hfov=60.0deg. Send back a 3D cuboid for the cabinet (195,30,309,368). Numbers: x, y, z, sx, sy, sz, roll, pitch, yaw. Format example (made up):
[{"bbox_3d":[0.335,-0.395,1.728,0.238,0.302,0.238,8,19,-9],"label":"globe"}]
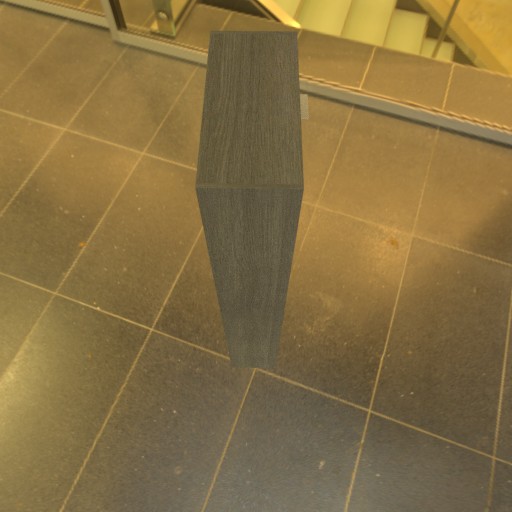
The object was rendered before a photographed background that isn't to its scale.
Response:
[{"bbox_3d":[0.000,0.000,1.798,0.255,1.630,0.520,1,62,0],"label":"cabinet"}]
